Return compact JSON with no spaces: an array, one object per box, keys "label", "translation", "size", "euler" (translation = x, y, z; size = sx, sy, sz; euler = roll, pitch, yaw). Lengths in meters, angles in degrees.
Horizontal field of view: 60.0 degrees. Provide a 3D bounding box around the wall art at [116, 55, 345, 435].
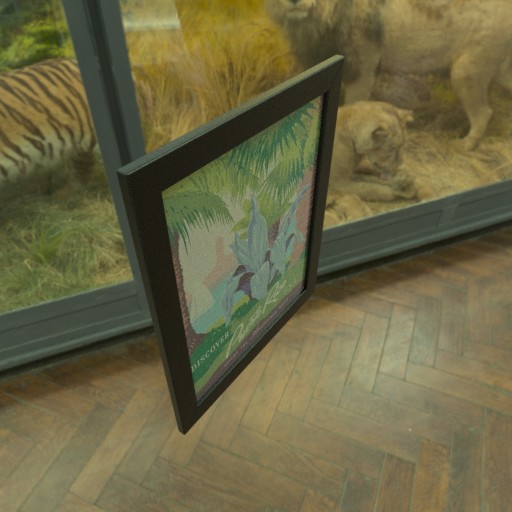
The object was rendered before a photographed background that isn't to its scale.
[{"label":"wall art","translation":[0.000,0.000,0.812],"size":[0.018,0.582,0.481],"euler":[27,48,27]}]
